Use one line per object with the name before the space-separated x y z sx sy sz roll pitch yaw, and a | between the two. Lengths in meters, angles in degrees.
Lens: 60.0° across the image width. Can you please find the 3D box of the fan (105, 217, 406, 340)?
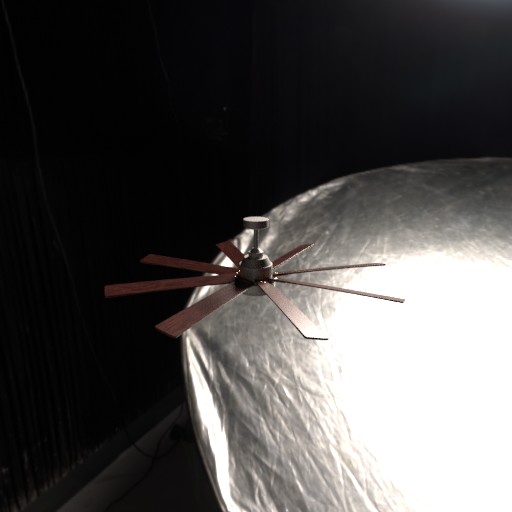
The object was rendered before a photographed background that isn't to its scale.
fan | 0.000 0.000 2.785 1.830 0.472 1.830 8 18 26
